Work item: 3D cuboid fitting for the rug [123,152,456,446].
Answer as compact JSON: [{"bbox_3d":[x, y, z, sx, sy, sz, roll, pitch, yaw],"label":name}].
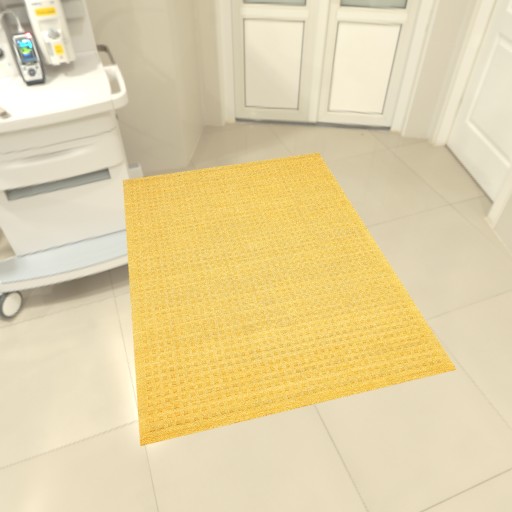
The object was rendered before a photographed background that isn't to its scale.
[{"bbox_3d":[0.000,0.000,4.429,2.486,0.015,3.242,-10,46,-10],"label":"rug"}]
